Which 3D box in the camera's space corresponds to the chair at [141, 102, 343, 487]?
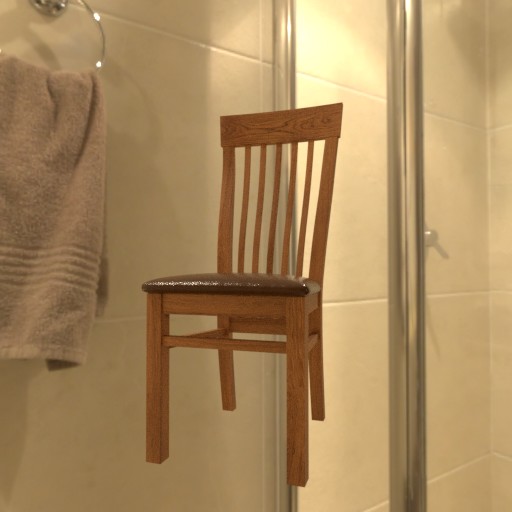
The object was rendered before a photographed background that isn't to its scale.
[{"bbox_3d":[0.000,0.000,1.324,0.450,1.050,0.580,0,-1,18],"label":"chair"}]
